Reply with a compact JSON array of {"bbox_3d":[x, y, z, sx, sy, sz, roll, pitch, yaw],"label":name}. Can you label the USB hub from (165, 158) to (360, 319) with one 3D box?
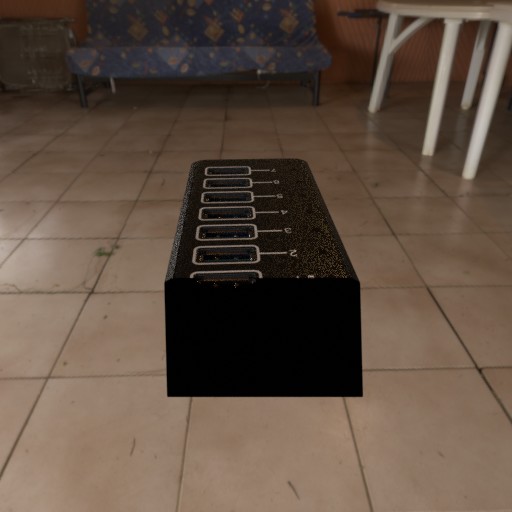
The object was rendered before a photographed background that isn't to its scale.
[{"bbox_3d":[0.000,0.000,0.130,0.044,0.023,0.110,-1,31,-2],"label":"USB hub"}]
